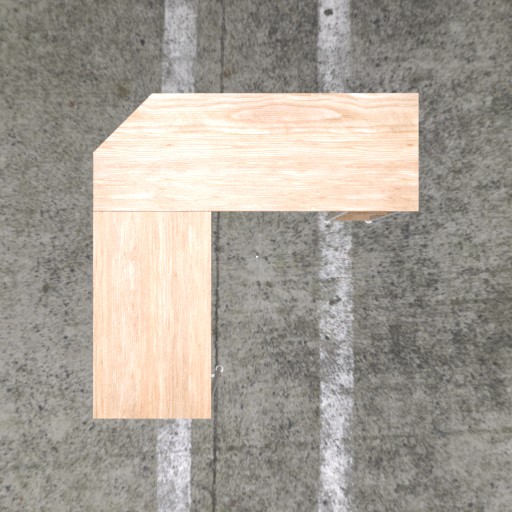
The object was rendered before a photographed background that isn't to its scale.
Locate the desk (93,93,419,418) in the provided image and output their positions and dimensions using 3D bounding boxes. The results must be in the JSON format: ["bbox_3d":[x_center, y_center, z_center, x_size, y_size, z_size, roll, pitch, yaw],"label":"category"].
[{"bbox_3d":[0.000,0.000,2.248,1.379,0.739,1.379,0,90,0],"label":"desk"}]
